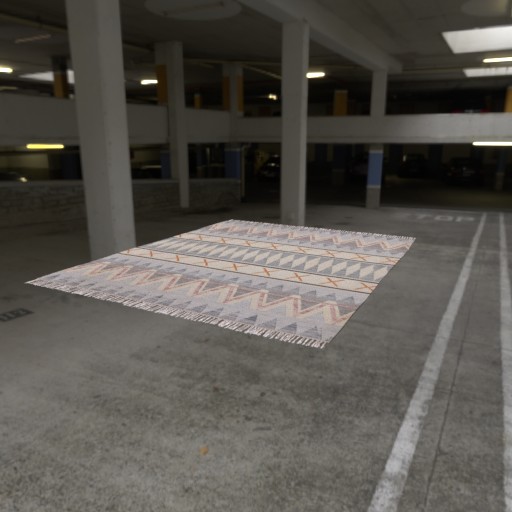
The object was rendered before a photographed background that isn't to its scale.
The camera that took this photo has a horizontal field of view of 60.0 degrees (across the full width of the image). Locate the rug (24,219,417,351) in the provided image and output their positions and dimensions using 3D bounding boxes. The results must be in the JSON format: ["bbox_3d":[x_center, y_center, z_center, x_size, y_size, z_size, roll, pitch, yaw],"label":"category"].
[{"bbox_3d":[0.000,0.000,4.039,2.371,0.012,3.000,8,17,27],"label":"rug"}]
